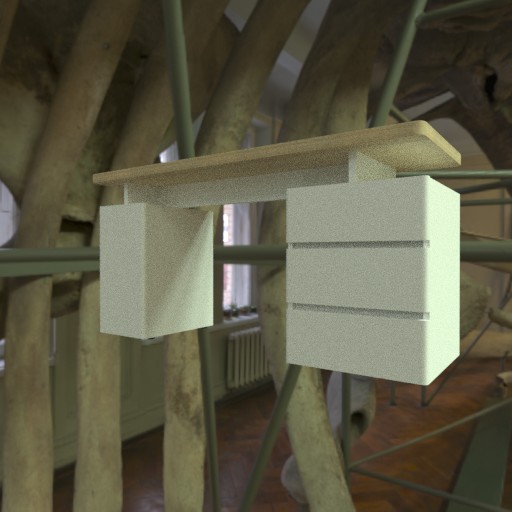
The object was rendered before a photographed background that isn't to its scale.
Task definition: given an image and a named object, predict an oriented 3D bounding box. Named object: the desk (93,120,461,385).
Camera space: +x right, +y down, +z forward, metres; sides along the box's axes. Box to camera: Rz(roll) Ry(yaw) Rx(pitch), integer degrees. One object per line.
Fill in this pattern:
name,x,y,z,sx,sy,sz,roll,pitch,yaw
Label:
desk,0.000,0.000,1.866,1.500,0.755,0.550,0,0,35
